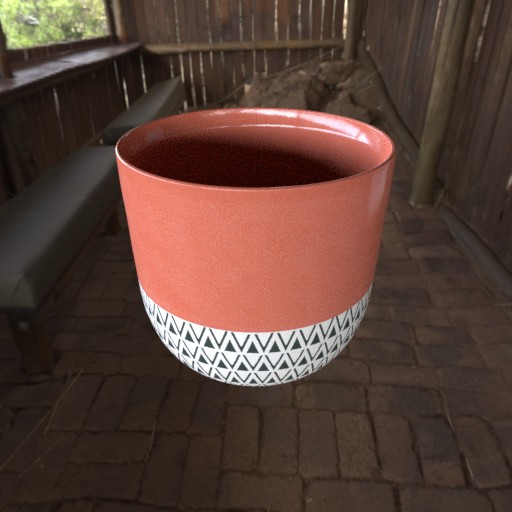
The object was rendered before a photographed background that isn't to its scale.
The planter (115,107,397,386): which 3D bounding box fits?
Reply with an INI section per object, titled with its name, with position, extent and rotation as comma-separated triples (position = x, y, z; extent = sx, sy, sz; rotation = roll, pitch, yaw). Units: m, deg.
[planter]
position = 0.000, 0.000, 0.502
extent = 0.266, 0.270, 0.266
rotation = 0, 31, 0
